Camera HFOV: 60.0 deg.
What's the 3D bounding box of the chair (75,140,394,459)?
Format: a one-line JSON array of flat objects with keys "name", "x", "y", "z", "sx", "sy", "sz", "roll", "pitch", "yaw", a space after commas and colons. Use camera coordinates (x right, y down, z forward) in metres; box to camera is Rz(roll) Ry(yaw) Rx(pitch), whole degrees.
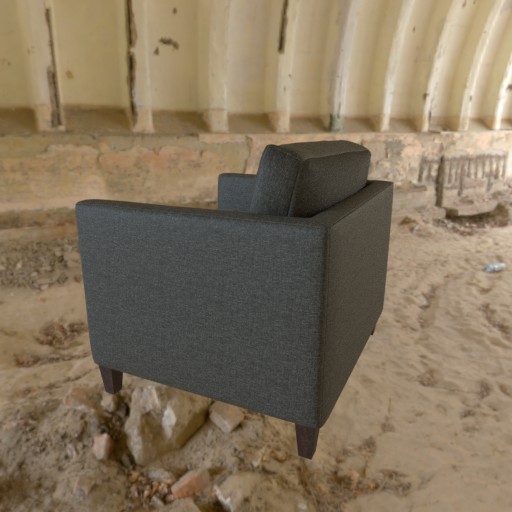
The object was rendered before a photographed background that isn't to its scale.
[{"name": "chair", "x": 0.000, "y": 0.000, "z": 1.885, "sx": 0.959, "sy": 0.963, "sz": 1.107, "roll": 8, "pitch": 18, "yaw": 24}]
